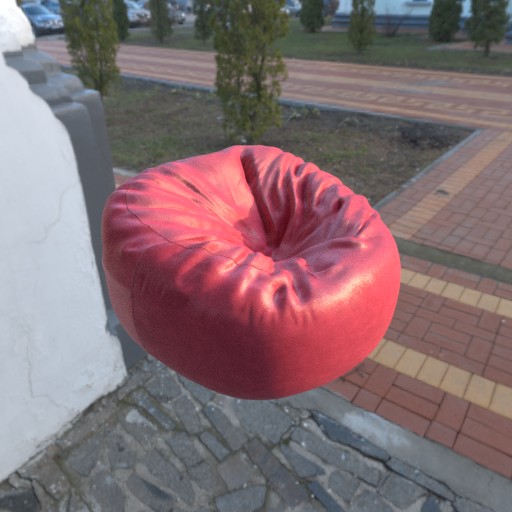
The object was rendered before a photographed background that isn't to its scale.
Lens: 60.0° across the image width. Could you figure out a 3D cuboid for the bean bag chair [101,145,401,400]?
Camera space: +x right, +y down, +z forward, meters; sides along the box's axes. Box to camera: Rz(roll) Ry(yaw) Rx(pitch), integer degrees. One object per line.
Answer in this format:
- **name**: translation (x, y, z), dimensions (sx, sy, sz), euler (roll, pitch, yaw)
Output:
- **bean bag chair**: translation (0.000, 0.000, 2.434), dimensions (1.524, 0.878, 1.524), euler (-21, 36, -32)
